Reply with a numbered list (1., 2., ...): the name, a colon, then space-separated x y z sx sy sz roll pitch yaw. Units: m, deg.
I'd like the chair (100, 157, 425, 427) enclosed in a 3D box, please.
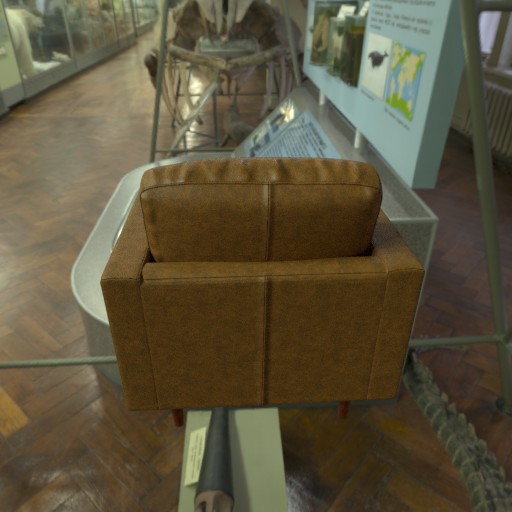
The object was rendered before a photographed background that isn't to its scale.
1. chair: 0.000 0.000 1.693 0.890 0.956 0.909 -2 30 -3
